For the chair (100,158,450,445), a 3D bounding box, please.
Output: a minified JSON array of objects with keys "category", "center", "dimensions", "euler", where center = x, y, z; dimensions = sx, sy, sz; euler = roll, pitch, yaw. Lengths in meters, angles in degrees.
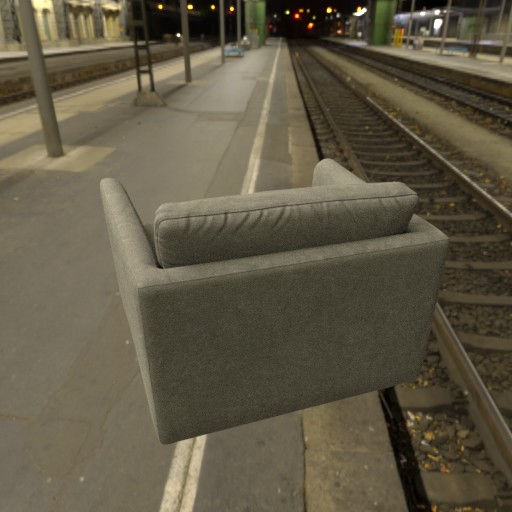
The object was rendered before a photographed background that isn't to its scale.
[{"category":"chair","center":[0.000,0.000,1.900],"dimensions":[1.190,0.845,1.091],"euler":[-8,28,-16]}]
